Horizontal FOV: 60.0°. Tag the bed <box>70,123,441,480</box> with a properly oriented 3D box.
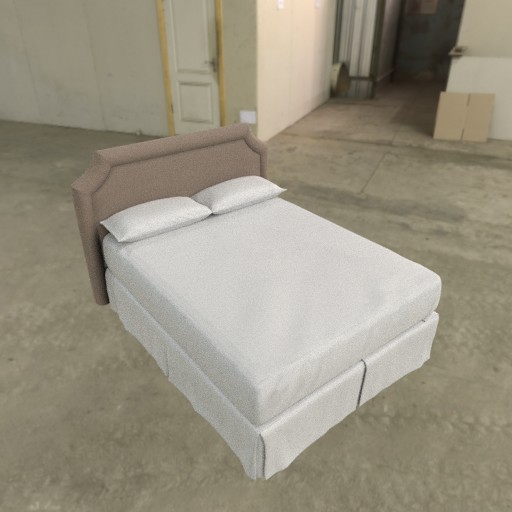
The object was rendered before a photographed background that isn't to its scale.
[{"bbox_3d":[0.000,0.000,3.213,1.828,1.303,2.164,-22,37,-32],"label":"bed"}]
